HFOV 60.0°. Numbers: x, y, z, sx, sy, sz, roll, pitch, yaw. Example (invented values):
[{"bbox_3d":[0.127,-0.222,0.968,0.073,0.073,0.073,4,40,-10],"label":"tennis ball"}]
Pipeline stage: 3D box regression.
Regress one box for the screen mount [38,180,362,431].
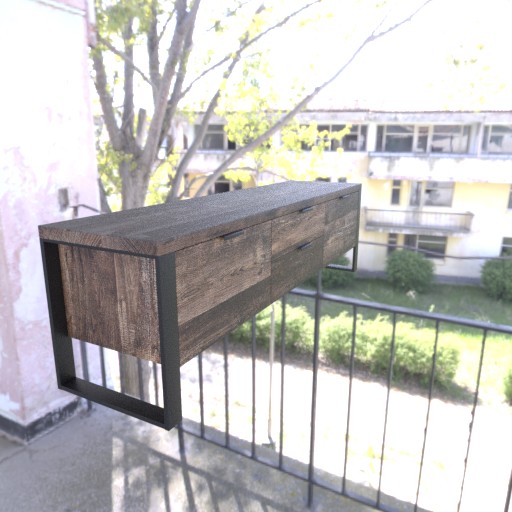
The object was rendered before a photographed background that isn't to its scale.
[{"bbox_3d":[0.000,0.000,1.705,0.395,0.450,1.524,8,16,28],"label":"screen mount"}]
